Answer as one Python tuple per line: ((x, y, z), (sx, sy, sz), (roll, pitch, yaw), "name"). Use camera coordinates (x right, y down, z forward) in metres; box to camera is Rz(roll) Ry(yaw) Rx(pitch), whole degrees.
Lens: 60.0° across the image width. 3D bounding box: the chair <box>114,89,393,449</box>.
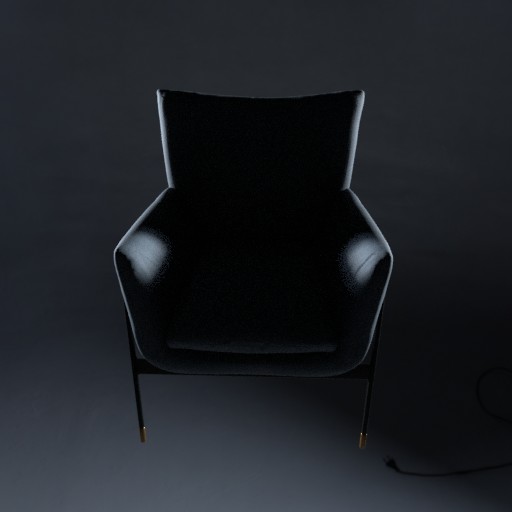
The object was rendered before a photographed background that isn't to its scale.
((0.000, 0.000, 1.354), (0.678, 0.858, 0.709), (1, 30, 2), "chair")
